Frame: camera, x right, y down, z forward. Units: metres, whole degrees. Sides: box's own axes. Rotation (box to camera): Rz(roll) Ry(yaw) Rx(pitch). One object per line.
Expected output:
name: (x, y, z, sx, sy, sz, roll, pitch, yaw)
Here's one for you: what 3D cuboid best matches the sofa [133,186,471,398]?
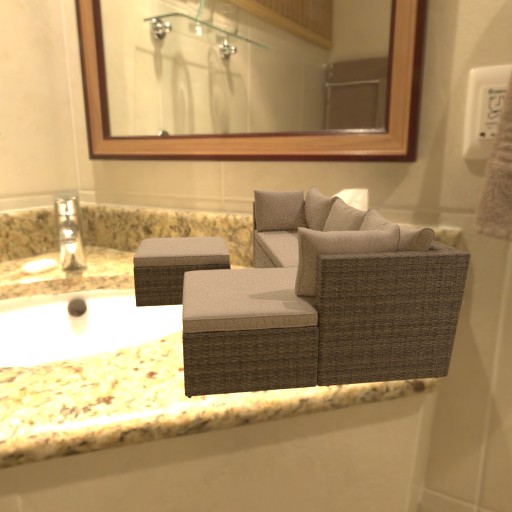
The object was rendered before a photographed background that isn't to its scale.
sofa: (0.000, 0.000, 3.005, 1.662, 0.766, 2.192, -2, 14, -8)
